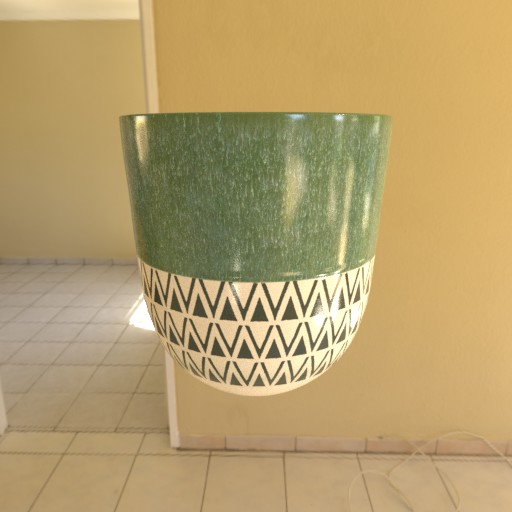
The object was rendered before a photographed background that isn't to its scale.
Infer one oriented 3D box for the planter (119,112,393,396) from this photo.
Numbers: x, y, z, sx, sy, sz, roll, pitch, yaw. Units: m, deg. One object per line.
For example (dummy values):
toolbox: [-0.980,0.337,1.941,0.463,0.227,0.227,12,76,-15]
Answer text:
planter: [0.000,0.000,0.357,0.195,0.214,0.195,0,16,0]
